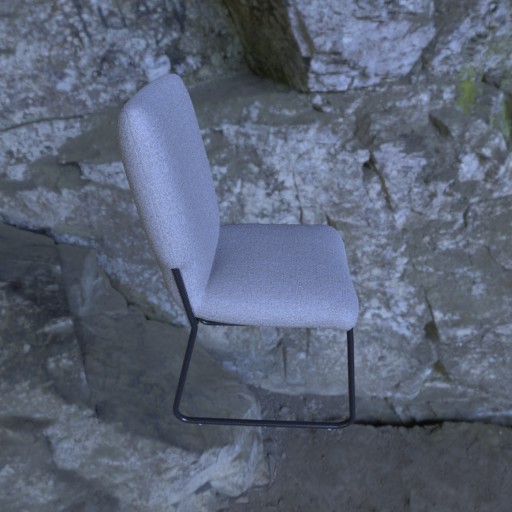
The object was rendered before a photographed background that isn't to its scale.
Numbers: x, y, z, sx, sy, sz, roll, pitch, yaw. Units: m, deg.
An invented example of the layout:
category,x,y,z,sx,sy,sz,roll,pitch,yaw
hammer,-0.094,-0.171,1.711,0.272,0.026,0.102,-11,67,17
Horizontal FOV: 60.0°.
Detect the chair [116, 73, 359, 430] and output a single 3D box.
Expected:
category,x,y,z,sx,sy,sz,roll,pitch,yaw
chair,0.000,0.000,1.193,0.560,0.864,0.448,1,32,2
